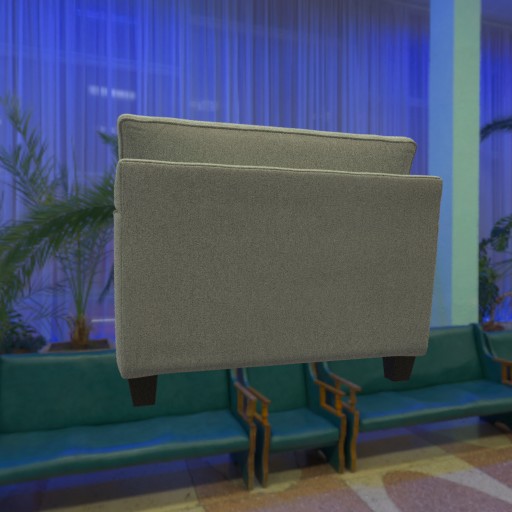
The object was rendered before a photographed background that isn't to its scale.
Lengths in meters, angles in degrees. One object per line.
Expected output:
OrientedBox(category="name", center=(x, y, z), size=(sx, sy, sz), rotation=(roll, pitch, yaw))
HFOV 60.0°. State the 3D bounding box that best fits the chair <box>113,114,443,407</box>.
OrientedBox(category="chair", center=(0.000, 0.000, 2.009), size=(1.220, 1.016, 1.041), rotation=(0, 1, -16))
